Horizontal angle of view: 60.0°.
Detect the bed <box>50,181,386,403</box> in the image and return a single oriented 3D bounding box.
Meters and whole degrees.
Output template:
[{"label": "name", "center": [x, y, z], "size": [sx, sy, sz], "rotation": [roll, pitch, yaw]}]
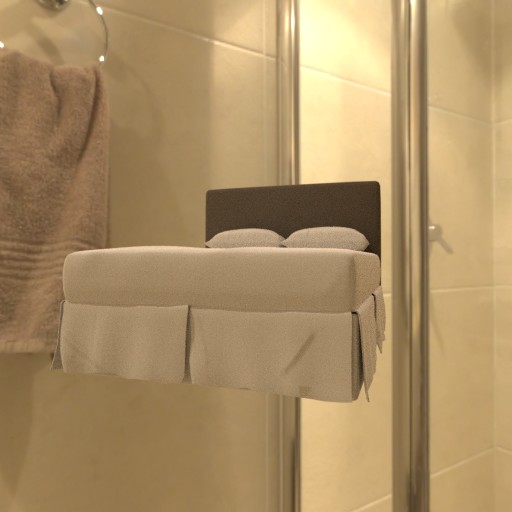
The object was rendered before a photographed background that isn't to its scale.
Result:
[{"label": "bed", "center": [0.000, 0.000, 3.145], "size": [1.723, 1.330, 2.142], "rotation": [0, 0, 19]}]
